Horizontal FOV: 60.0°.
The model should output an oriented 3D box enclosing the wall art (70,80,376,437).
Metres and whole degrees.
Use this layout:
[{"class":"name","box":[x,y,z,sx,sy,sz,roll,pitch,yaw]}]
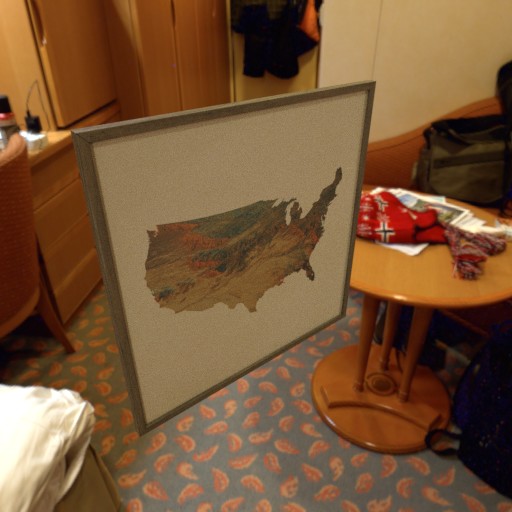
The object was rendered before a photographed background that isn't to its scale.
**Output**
[{"class":"wall art","box":[0.000,0.000,0.748,0.508,0.507,0.016,-22,38,-32]}]
